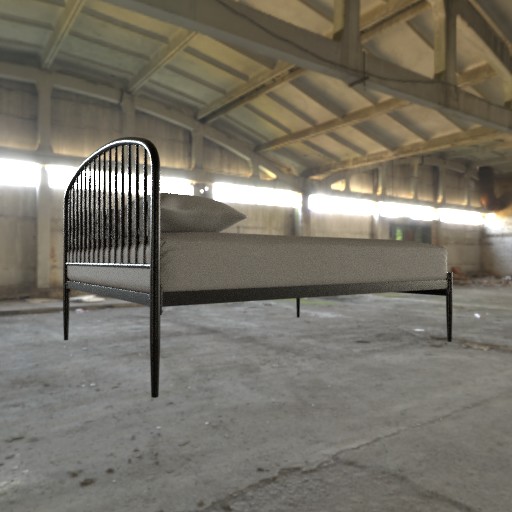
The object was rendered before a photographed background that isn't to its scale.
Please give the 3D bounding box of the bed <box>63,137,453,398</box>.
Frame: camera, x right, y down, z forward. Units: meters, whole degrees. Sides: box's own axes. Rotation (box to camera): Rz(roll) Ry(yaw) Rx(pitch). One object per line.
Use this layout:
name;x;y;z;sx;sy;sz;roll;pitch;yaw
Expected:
bed;0.000;0.000;3.054;2.159;1.166;1.618;0;-1;-35
